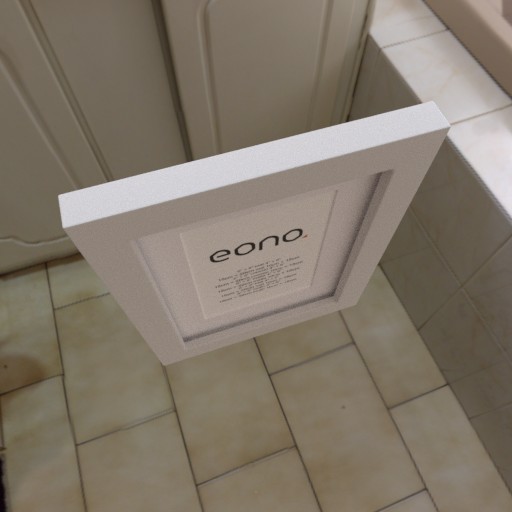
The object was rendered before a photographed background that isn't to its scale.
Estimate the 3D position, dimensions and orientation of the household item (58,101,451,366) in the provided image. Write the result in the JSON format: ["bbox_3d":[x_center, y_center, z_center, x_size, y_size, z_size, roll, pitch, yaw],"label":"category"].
[{"bbox_3d":[0.000,0.000,0.336,0.200,0.250,0.045,-16,63,-8],"label":"household item"}]
